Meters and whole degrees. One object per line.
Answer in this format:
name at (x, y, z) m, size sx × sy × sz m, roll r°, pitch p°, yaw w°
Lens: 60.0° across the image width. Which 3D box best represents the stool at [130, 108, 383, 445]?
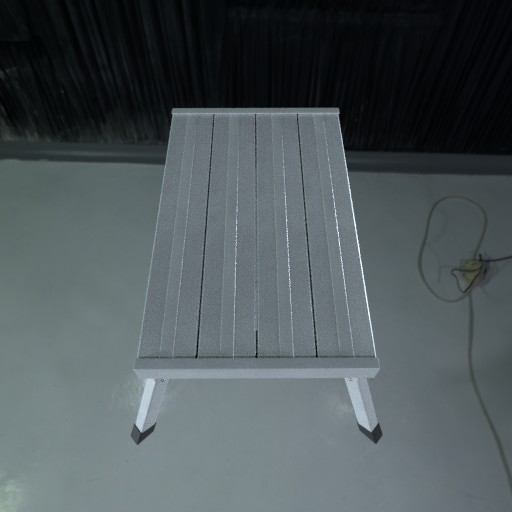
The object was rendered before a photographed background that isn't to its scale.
stool at (0.000, 0.000, 0.722) m, size 0.385 × 0.225 × 0.535 m, roll 0°, pitch 57°, yaw 0°
